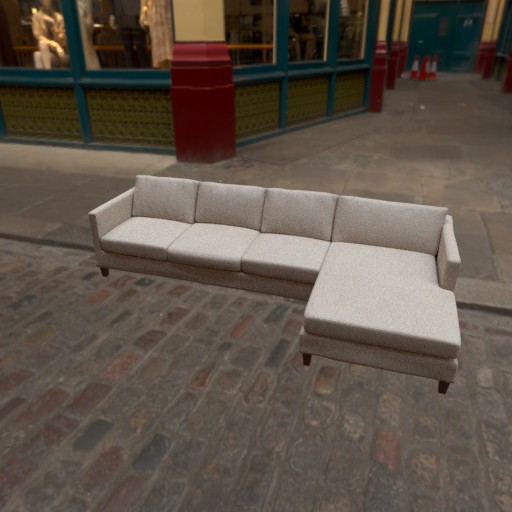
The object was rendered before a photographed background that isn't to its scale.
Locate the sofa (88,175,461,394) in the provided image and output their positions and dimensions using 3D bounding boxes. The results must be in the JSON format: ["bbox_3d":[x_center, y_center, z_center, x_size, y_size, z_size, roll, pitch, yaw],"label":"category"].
[{"bbox_3d":[0.000,0.000,3.824,3.186,0.846,1.625,8,28,16],"label":"sofa"}]
